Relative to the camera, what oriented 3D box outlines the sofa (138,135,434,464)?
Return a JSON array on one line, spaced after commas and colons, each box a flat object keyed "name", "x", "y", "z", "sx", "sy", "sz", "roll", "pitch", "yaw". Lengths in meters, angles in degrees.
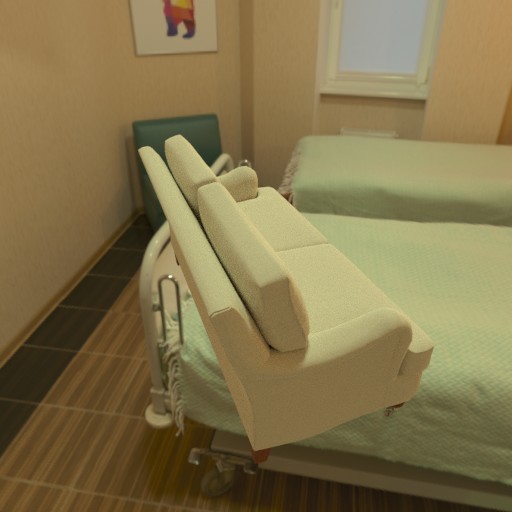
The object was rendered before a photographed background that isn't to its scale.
[{"name": "sofa", "x": 0.000, "y": 0.000, "z": 2.765, "sx": 1.086, "sy": 1.087, "sz": 2.159, "roll": -10, "pitch": 32, "yaw": -17}]
